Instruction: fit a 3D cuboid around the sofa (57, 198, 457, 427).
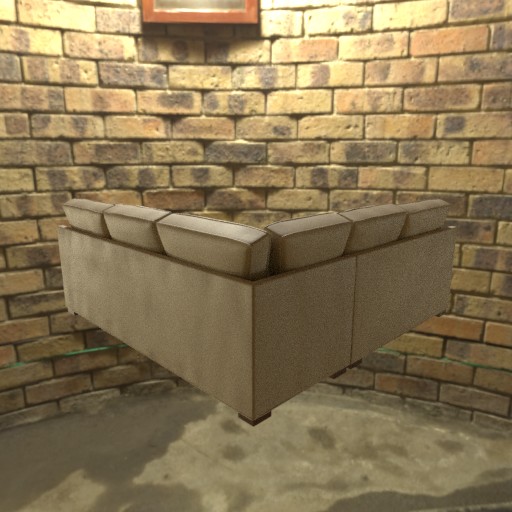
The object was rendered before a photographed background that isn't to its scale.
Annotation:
[{"bbox_3d":[0.000,0.000,3.450,2.182,0.939,2.189,-13,19,-43],"label":"sofa"}]
